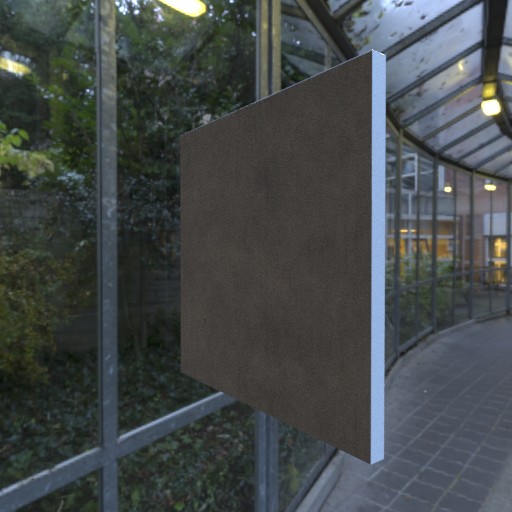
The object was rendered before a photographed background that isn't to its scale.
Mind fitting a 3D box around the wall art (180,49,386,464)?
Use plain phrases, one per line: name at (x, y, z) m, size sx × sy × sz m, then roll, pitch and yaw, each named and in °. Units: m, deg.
wall art at (0.000, 0.000, 0.673) m, size 0.023 × 0.453 × 0.455 m, roll -1°, pitch 1°, yaw -37°
